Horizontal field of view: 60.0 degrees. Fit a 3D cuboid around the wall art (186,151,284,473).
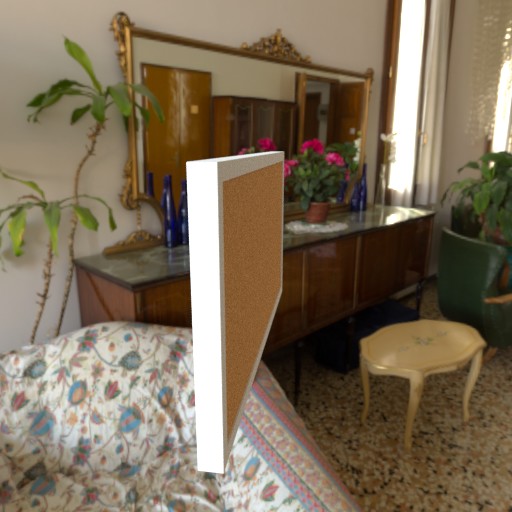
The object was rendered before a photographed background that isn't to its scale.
[{"bbox_3d":[0.000,0.000,0.965,0.038,0.431,0.812,2,14,9],"label":"wall art"}]
